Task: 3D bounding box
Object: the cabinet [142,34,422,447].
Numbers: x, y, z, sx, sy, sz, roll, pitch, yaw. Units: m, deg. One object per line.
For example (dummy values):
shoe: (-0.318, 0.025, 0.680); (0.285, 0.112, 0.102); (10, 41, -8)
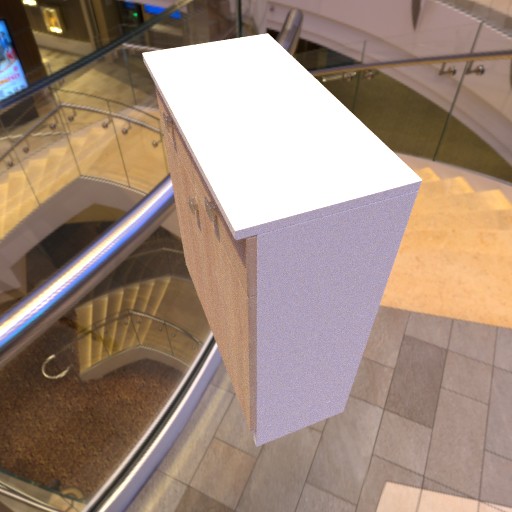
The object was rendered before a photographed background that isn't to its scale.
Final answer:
cabinet: (0.000, 0.000, 1.110); (0.296, 0.815, 0.600); (-16, 49, -14)
